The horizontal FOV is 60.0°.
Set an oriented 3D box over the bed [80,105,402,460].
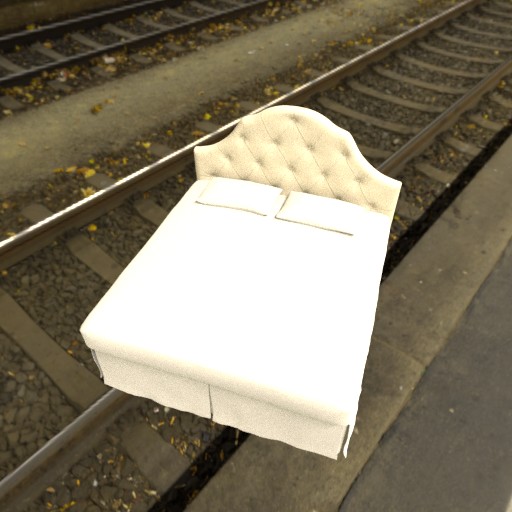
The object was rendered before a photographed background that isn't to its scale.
[{"bbox_3d":[0.000,0.000,3.456,2.012,1.555,2.086,13,44,14],"label":"bed"}]
